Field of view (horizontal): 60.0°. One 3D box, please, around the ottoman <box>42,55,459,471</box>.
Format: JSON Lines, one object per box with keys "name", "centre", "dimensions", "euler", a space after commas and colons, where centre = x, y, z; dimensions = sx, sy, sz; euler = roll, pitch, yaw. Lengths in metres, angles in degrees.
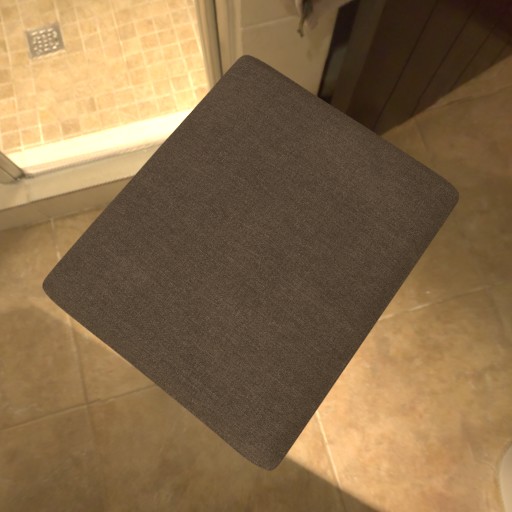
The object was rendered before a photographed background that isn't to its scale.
{"name": "ottoman", "centre": [0.000, 0.000, 1.237], "dimensions": [0.693, 0.474, 0.821], "euler": [36, 79, 8]}
